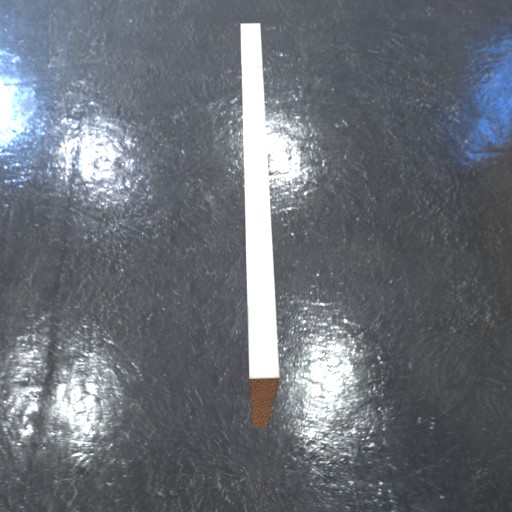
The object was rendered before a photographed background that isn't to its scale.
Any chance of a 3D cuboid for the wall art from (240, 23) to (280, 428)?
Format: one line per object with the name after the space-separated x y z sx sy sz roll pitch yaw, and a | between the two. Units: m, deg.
0.000 0.000 0.761 0.029 0.506 0.508 -2 64 -1 | wall art
